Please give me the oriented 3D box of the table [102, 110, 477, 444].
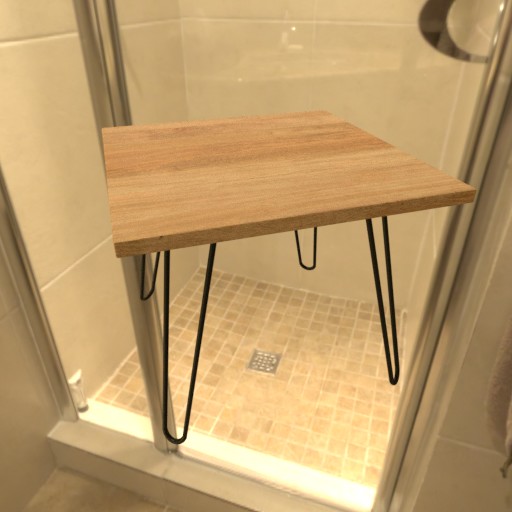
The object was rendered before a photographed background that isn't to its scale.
[{"bbox_3d":[0.000,0.000,1.048,0.599,0.500,0.599,-10,33,-15],"label":"table"}]
